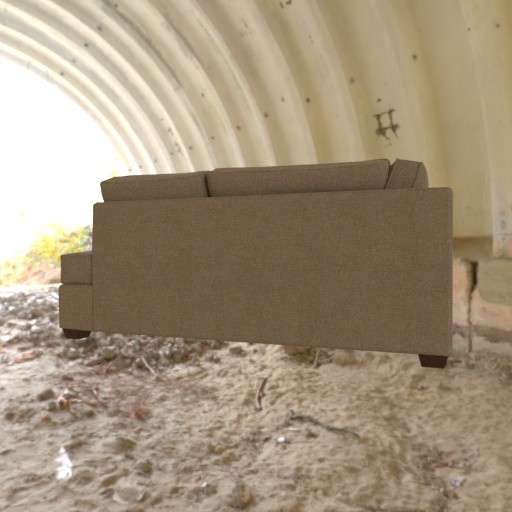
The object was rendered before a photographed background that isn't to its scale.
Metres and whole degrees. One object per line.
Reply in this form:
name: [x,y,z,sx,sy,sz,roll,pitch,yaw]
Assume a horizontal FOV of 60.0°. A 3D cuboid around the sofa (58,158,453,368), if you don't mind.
sofa: [0.000,0.000,2.853,2.238,1.019,1.110,0,0,19]
